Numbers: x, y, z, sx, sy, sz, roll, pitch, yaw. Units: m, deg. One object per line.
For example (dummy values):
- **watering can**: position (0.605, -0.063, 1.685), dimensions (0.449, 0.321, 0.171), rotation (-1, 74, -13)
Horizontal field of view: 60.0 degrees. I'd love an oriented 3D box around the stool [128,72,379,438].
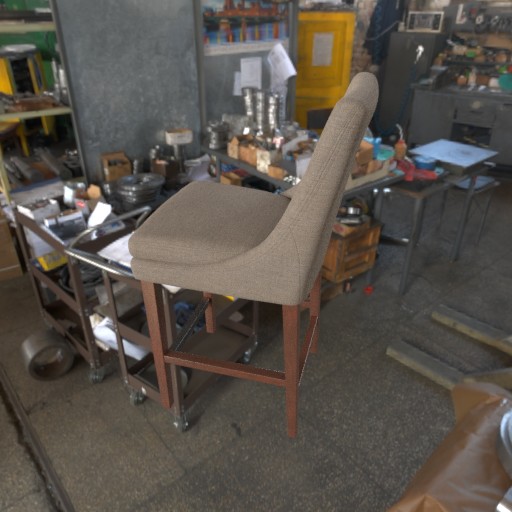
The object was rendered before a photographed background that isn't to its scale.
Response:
- **stool**: position (0.000, 0.000, 1.306), dimensions (0.577, 0.981, 0.470), rotation (8, 31, 14)
